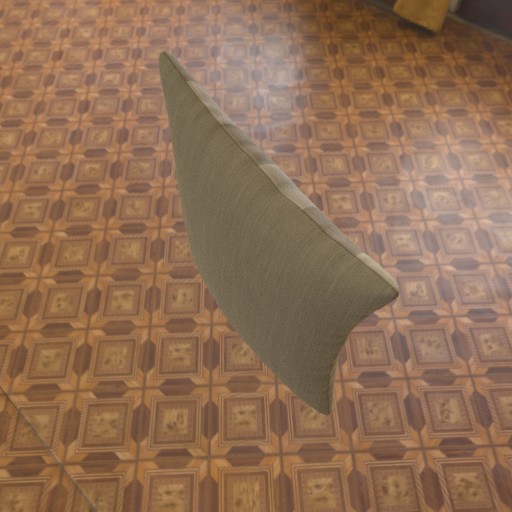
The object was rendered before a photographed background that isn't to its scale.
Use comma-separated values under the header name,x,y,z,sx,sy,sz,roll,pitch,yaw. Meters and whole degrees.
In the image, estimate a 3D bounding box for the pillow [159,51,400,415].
name,x,y,z,sx,sy,sz,roll,pitch,yaw
pillow,0.000,0.000,0.776,0.161,0.509,0.511,-30,62,-18
